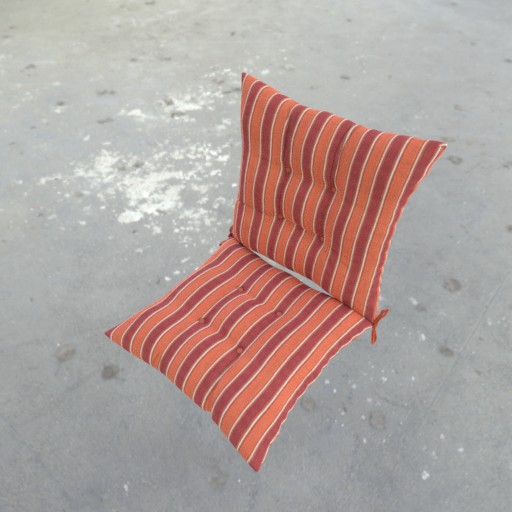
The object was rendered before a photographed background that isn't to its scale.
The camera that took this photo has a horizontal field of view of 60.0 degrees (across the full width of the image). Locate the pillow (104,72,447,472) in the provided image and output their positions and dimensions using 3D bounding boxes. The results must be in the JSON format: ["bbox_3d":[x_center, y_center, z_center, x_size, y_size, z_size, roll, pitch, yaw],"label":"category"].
[{"bbox_3d":[0.000,0.000,0.986,0.541,0.536,0.585,31,53,27],"label":"pillow"}]
